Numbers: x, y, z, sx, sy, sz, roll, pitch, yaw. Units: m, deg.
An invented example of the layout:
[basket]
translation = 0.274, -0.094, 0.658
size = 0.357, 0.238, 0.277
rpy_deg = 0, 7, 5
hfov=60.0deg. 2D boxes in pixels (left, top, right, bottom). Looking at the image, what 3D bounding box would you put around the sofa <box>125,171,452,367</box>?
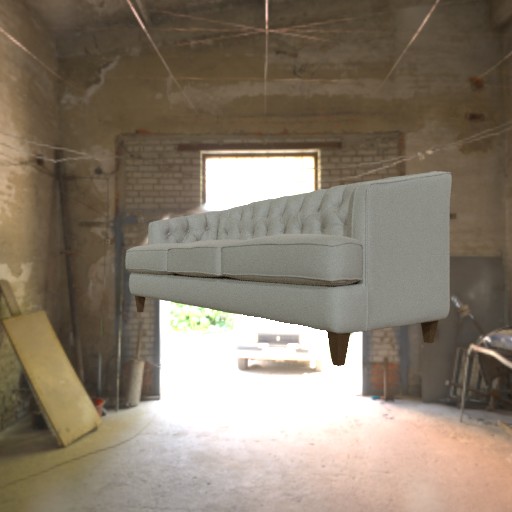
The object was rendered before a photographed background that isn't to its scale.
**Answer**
[sofa]
translation = 0.000, 0.000, 2.767
size = 0.941, 0.855, 2.278
rpy_deg = 0, -1, -35
